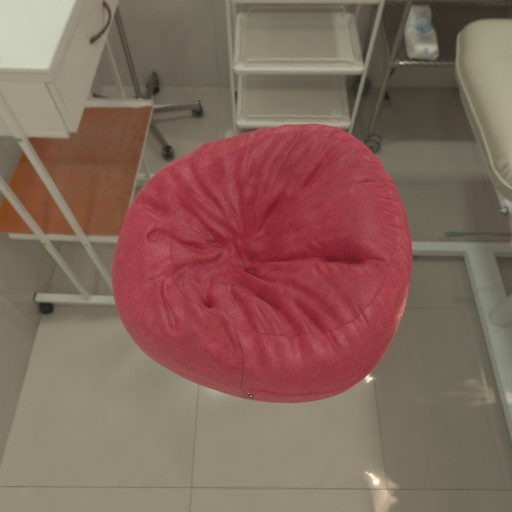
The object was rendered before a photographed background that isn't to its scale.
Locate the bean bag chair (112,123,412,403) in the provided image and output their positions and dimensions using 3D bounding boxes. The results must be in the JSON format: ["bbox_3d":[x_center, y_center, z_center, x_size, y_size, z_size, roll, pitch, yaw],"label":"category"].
[{"bbox_3d":[0.000,0.000,2.389,1.524,0.878,1.524,0,59,0],"label":"bean bag chair"}]
